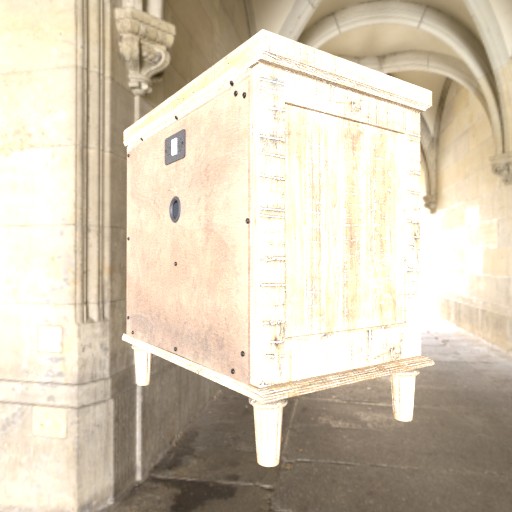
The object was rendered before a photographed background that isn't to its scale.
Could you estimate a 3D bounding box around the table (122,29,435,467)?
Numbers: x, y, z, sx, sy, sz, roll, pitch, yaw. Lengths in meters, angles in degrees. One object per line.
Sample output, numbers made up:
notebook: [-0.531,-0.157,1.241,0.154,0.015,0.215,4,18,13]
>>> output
table: [0.000,0.000,1.105,0.457,0.711,0.686,0,-1,-35]
